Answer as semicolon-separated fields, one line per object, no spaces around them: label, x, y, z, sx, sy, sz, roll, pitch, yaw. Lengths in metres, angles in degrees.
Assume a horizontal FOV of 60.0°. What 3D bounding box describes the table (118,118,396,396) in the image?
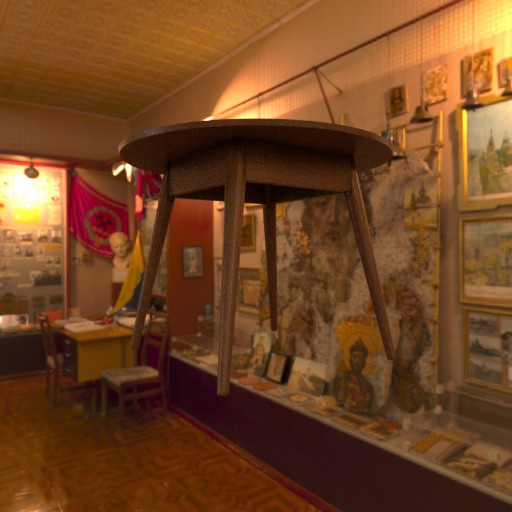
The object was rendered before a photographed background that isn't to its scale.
table;0.000;0.000;1.777;1.053;0.786;1.053;0;1;0
